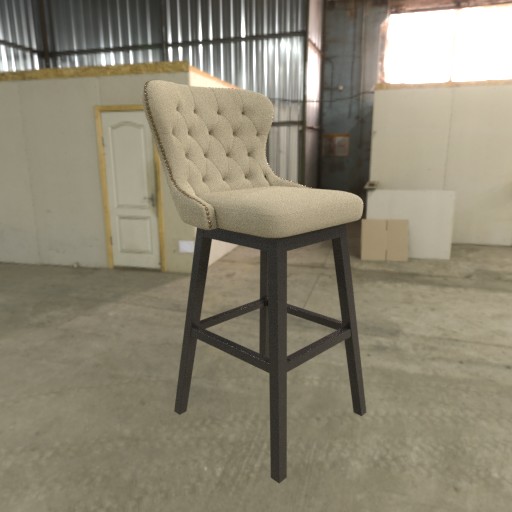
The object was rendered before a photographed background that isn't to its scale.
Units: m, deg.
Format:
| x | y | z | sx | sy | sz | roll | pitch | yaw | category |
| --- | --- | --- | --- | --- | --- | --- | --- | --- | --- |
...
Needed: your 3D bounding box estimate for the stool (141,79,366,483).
| x | y | z | sx | sy | sz | roll | pitch | yaw | category |
| --- | --- | --- | --- | --- | --- | --- | --- | --- | --- |
| 0.000 | 0.000 | 1.411 | 0.605 | 1.066 | 0.528 | 14 | 20 | 42 | stool |
